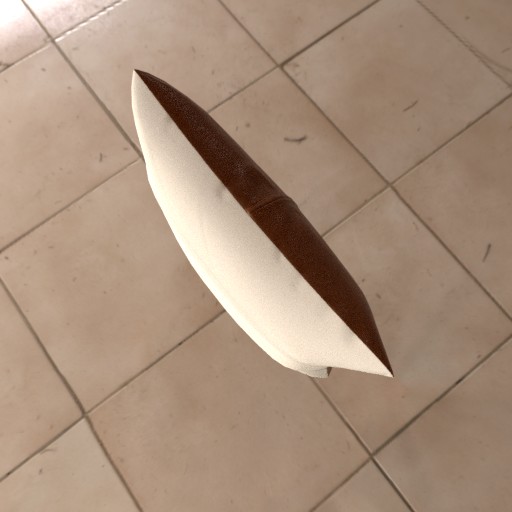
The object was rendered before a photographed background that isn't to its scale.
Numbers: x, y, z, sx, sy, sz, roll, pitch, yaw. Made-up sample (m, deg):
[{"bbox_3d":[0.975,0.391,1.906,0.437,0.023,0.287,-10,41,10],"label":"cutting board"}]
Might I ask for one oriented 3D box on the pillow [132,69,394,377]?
[{"bbox_3d":[0.000,0.000,0.760,0.192,0.477,0.501,-37,78,-9],"label":"pillow"}]
